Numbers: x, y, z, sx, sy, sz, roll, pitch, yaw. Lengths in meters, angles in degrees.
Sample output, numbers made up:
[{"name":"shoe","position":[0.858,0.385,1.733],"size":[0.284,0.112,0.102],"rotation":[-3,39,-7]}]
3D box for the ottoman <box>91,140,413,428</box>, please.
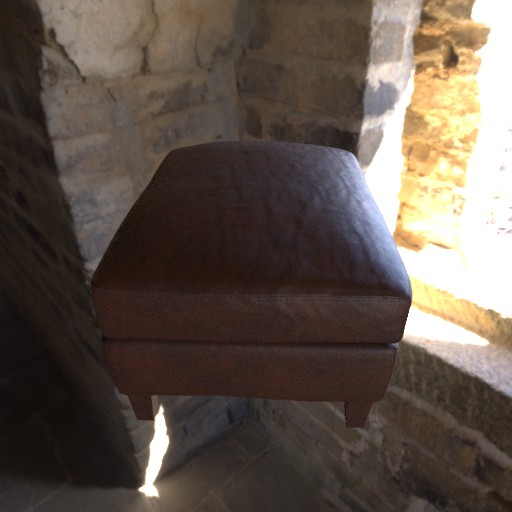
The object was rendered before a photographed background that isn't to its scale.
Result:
[{"name":"ottoman","position":[0.000,0.000,1.296],"size":[0.659,0.527,0.887],"rotation":[1,32,2]}]
